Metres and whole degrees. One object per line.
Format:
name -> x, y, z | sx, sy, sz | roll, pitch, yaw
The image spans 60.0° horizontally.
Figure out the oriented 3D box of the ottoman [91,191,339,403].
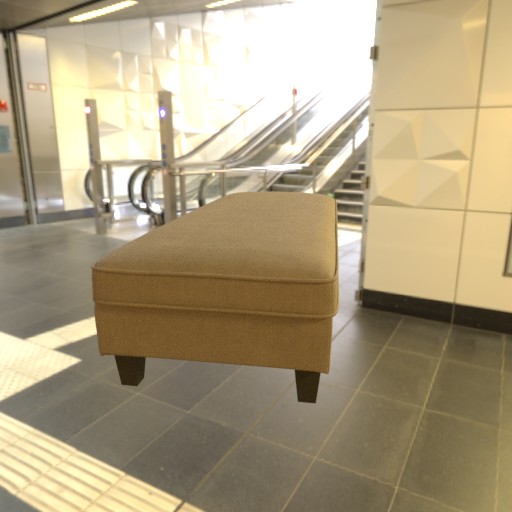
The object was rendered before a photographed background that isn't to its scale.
ottoman -> 0.000, 0.000, 2.082 | 0.751, 0.470, 1.764 | 2, 15, 10
